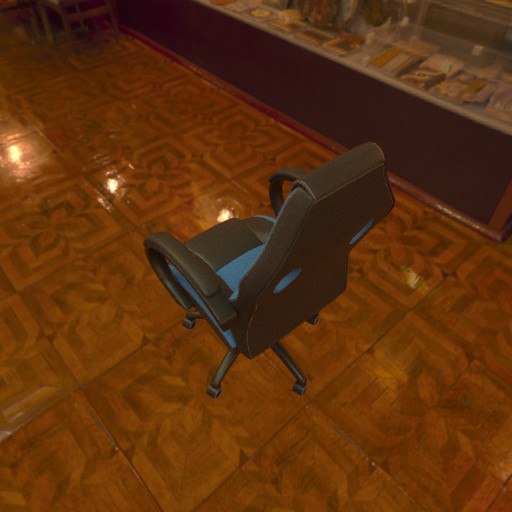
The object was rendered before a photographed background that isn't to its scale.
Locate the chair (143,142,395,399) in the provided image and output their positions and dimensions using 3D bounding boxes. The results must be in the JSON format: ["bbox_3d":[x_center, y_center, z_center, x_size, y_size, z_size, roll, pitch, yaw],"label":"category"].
[{"bbox_3d":[0.000,0.000,1.658,0.673,1.187,0.724,-31,54,-26],"label":"chair"}]
